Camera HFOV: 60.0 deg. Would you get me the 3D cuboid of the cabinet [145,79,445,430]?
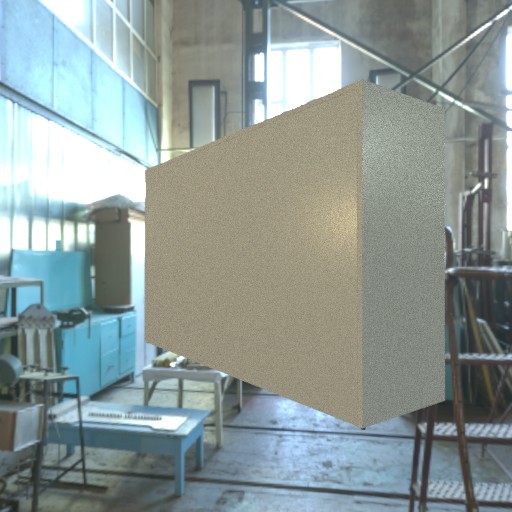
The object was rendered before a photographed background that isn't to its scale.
[{"bbox_3d":[0.000,0.000,1.832,0.380,0.900,1.450,0,0,-36],"label":"cabinet"}]
